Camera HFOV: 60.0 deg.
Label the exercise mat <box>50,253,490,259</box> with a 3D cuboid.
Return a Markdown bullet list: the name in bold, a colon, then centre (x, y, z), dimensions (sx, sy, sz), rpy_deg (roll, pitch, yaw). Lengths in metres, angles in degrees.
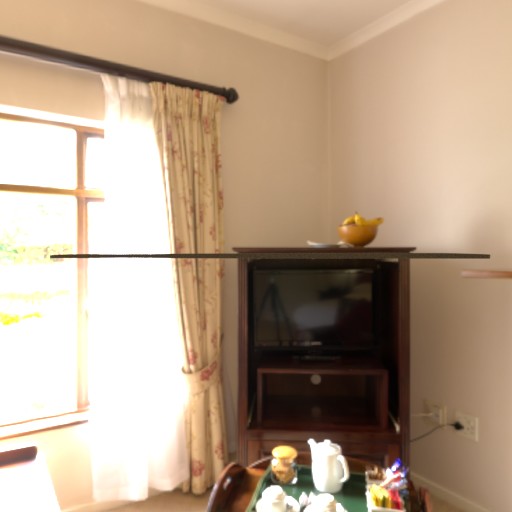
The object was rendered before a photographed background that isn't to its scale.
- **exercise mat**: centre (0.000, 0.000, 2.051), dimensions (1.869, 0.021, 0.616), rpy_deg (0, 0, 18)
